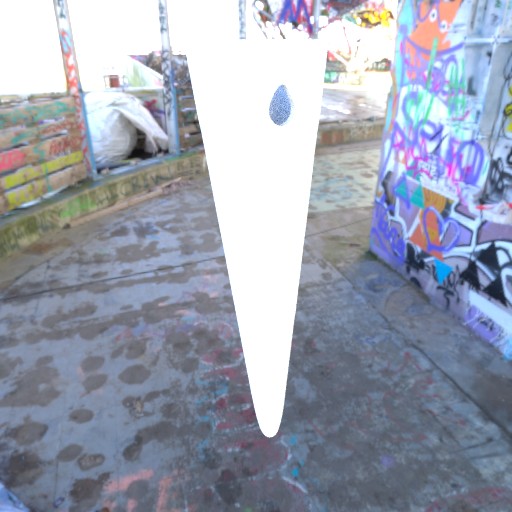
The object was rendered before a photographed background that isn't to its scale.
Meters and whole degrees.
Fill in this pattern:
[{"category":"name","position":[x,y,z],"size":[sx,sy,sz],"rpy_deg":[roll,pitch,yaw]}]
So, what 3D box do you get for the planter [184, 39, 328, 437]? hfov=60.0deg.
[{"category":"planter","position":[0.000,0.000,0.221],"size":[0.057,0.193,0.064],"rpy_deg":[-8,27,-16]}]
